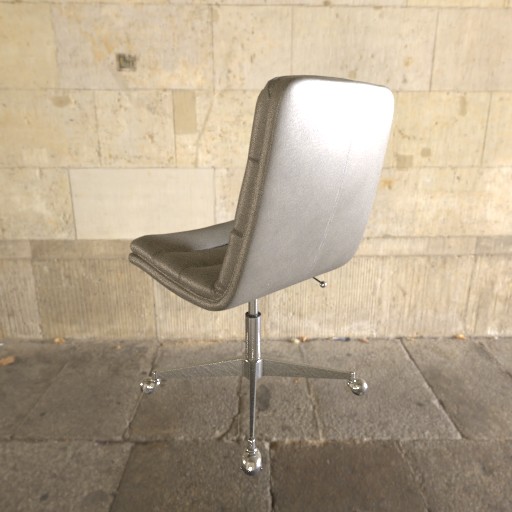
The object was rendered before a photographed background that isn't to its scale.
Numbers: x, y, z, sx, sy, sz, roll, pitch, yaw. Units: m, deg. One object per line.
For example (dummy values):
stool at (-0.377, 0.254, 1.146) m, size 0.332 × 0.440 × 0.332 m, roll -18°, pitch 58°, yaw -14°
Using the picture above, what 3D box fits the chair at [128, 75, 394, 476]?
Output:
chair at (0.000, 0.000, 1.018) m, size 0.485 × 0.738 × 0.422 m, roll 16°, pitch 23°, yaw 43°
